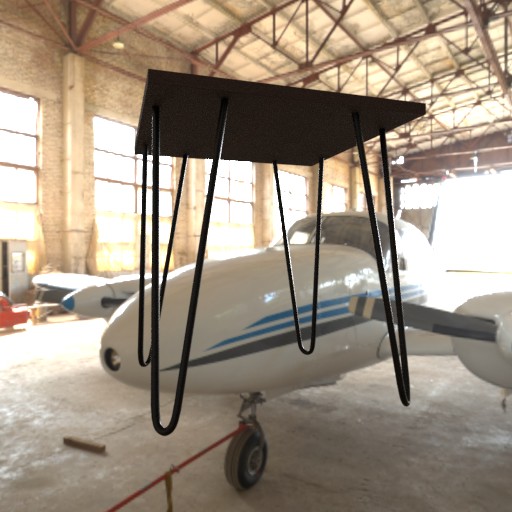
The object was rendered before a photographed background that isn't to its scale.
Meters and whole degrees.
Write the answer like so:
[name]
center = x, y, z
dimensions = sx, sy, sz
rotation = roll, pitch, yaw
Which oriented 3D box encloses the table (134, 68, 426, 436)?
[table]
center = 0.000, 0.000, 0.972
dimensions = 0.495, 0.559, 0.495
rotation = 0, 0, -18
